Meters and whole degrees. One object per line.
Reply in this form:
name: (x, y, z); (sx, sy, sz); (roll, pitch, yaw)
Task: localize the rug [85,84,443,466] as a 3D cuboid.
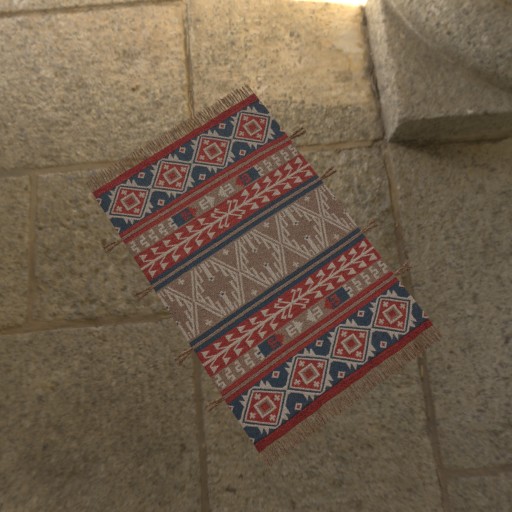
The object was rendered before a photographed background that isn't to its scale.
rug: (0.000, 0.000, 3.210); (1.778, 0.048, 2.450); (-34, 79, -8)
